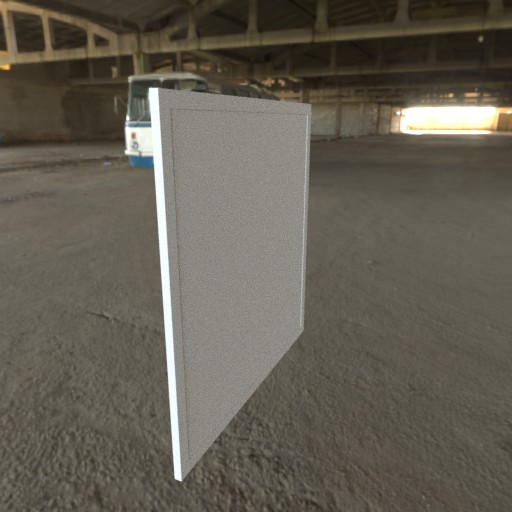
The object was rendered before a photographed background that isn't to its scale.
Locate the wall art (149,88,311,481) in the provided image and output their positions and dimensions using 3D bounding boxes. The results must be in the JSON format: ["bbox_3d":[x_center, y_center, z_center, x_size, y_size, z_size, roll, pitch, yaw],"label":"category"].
[{"bbox_3d":[0.000,0.000,0.987,0.015,0.660,0.660,8,19,24],"label":"wall art"}]
